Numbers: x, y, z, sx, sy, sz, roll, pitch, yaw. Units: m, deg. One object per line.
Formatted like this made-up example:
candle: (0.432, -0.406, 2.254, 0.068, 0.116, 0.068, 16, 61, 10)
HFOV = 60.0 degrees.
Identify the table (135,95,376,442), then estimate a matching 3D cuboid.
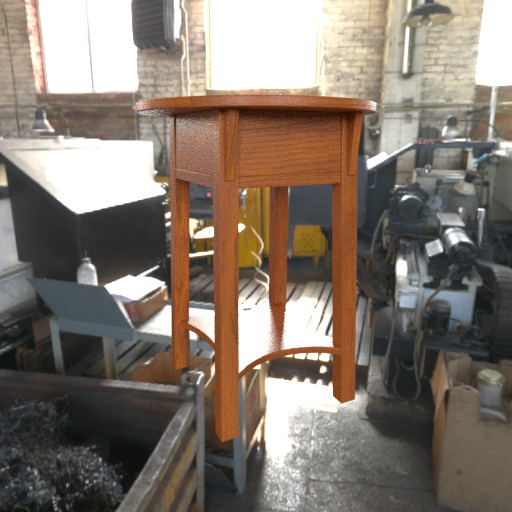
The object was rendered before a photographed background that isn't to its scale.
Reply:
table: (0.000, 0.000, 0.946, 0.457, 0.610, 0.457, 0, 15, 0)
